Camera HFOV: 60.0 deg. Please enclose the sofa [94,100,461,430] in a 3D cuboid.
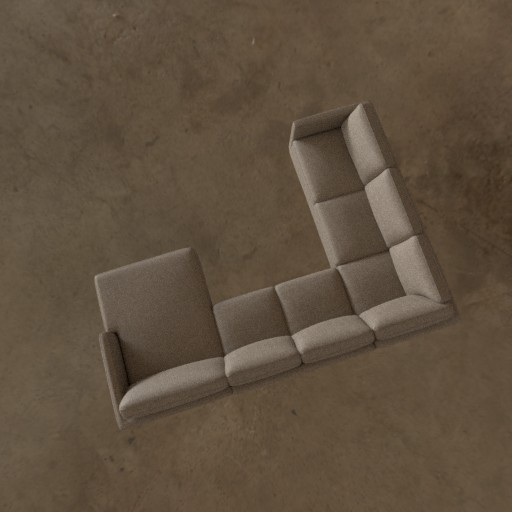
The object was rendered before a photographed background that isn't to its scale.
[{"bbox_3d":[0.000,0.000,4.649,3.403,0.889,2.551,-17,77,-4],"label":"sofa"}]
